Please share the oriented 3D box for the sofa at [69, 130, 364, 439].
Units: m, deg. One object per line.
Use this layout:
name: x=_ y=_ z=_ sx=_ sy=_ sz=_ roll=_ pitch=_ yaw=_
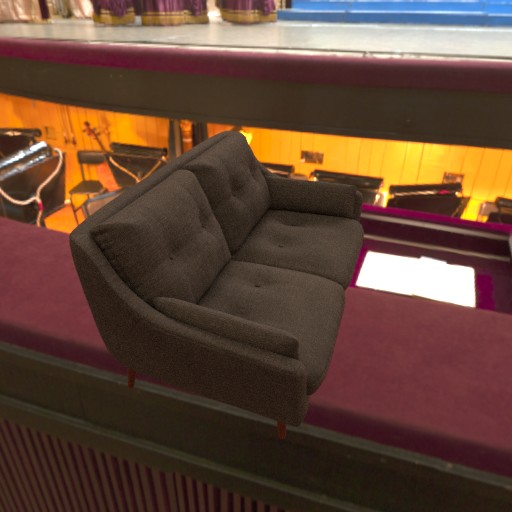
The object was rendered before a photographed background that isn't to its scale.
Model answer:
sofa: x=0.000 y=0.000 z=2.267 sx=0.976 sy=0.887 sz=1.646 roll=10 pitch=32 yaw=16
